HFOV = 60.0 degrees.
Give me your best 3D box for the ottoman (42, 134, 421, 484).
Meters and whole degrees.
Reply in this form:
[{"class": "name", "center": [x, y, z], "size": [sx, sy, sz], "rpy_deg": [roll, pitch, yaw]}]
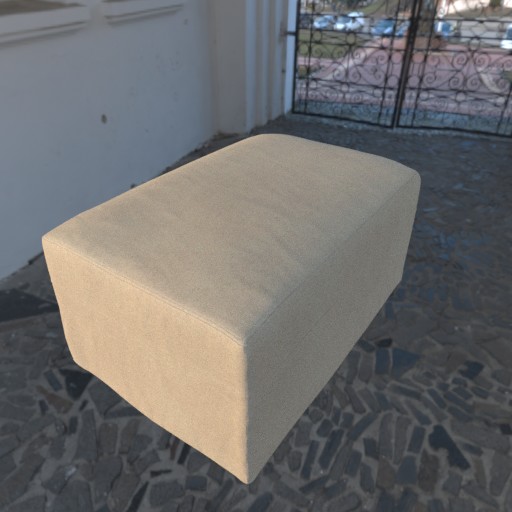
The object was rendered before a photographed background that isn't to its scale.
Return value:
[{"class": "ottoman", "center": [0.000, 0.000, 1.189], "size": [0.590, 0.444, 0.872], "rpy_deg": [21, 39, 29]}]
